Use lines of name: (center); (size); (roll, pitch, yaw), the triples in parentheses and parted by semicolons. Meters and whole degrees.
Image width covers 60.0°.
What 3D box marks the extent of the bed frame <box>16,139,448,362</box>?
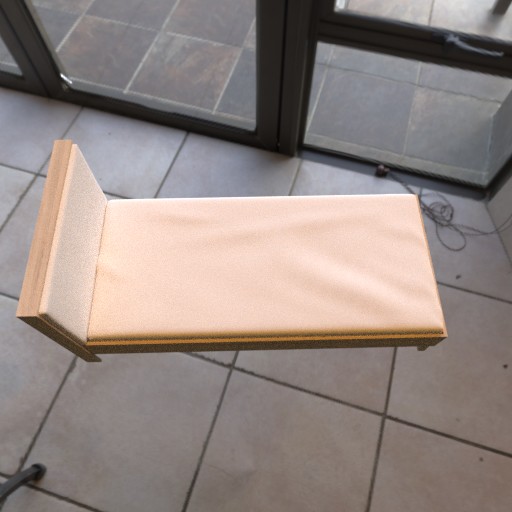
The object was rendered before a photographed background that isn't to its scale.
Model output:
bed frame: (0.000, 0.000, 2.592); (2.140, 0.920, 0.990); (-1, 64, -1)
